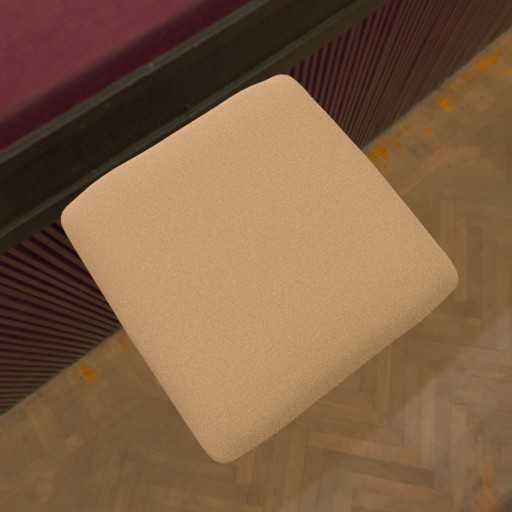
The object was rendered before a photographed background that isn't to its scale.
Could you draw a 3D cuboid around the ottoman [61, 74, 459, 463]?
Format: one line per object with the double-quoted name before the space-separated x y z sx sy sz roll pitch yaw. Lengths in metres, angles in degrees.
"ottoman" 0.000 0.000 1.557 0.977 0.467 0.996 -35 78 -9
